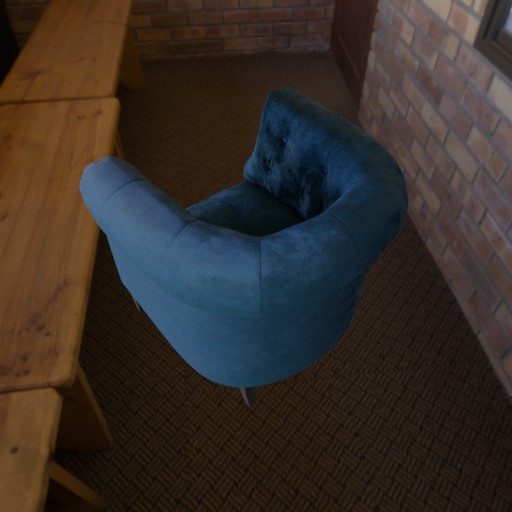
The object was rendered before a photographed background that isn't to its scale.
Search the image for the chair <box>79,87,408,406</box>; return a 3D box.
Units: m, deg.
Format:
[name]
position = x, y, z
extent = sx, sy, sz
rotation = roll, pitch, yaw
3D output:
[chair]
position = 0.000, 0.000, 1.601
extent = 0.904, 0.826, 0.851
rotation = -31, 54, -26
